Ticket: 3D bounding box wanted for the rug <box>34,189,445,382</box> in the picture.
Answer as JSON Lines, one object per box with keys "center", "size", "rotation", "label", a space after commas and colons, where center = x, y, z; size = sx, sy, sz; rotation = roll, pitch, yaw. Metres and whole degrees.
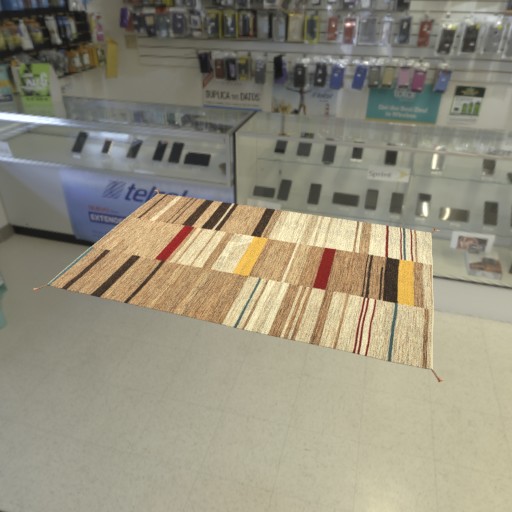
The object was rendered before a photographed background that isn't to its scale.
{"center": [0.000, 0.000, 2.409], "size": [1.918, 0.007, 1.268], "rotation": [10, 34, 15], "label": "rug"}
